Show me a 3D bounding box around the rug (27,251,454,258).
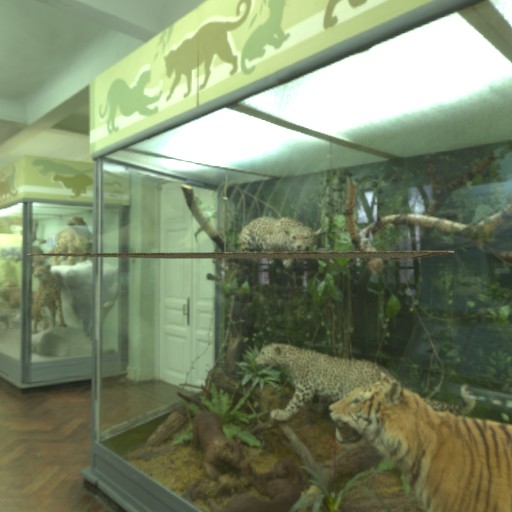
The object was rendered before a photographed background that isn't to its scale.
[{"bbox_3d":[0.000,0.000,4.396,3.291,0.017,2.431,0,-1,15],"label":"rug"}]
